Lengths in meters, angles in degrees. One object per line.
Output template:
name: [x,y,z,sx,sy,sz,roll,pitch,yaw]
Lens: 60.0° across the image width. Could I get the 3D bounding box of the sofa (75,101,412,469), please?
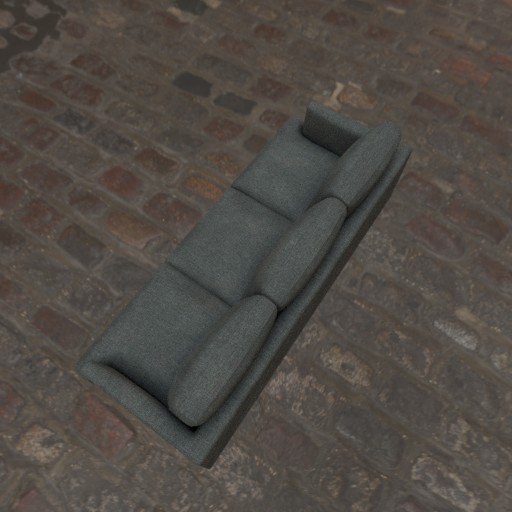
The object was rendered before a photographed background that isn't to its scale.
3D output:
sofa: [0.000,0.000,2.689,0.903,0.930,2.246,31,67,15]
